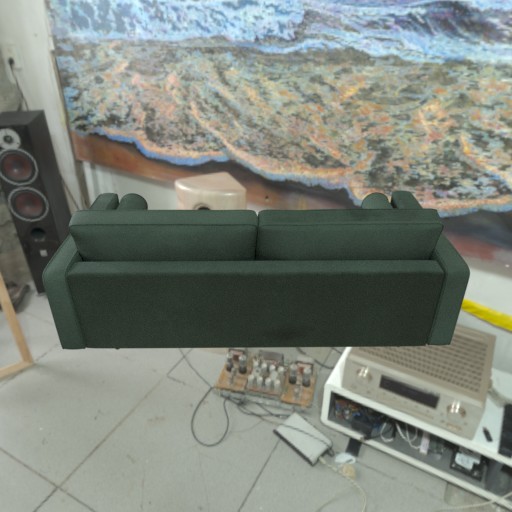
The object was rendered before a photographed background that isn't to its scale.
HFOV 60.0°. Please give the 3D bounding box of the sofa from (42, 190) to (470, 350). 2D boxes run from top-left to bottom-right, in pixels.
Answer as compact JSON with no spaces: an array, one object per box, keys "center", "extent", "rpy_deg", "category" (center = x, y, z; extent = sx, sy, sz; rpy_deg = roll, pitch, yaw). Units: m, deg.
[{"center":[0.000,0.000,2.370],"extent":[1.880,0.772,0.916],"rpy_deg":[0,31,0],"category":"sofa"}]
